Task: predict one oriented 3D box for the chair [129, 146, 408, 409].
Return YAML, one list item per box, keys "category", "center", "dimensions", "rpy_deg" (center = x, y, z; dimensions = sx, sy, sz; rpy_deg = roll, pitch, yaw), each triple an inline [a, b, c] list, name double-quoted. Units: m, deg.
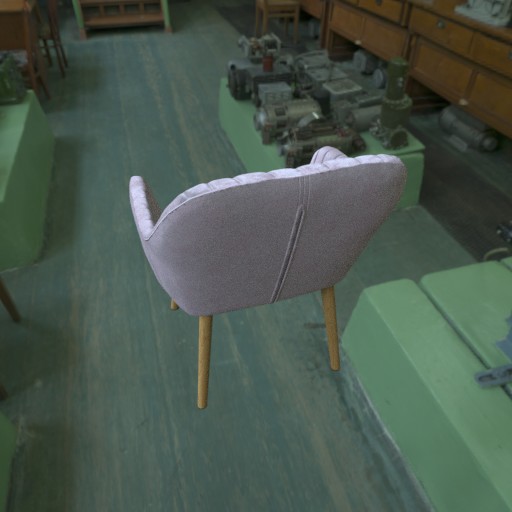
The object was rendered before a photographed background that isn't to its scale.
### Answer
- category: "chair"
  center: [0.000, 0.000, 1.248]
  dimensions: [0.610, 0.832, 0.570]
  rpy_deg: [-12, 42, -14]
